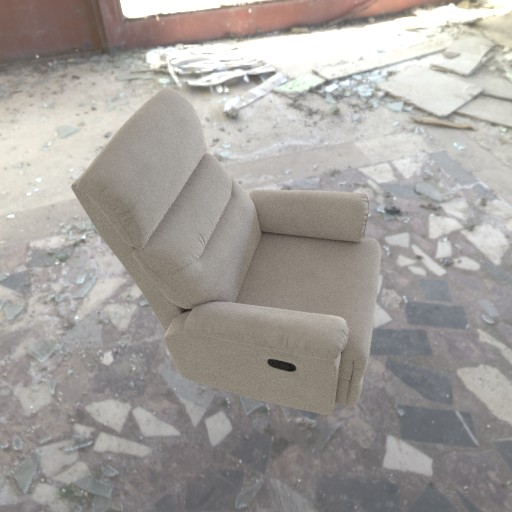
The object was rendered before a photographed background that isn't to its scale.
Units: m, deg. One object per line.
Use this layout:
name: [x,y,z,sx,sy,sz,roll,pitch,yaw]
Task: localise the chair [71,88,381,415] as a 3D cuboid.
chair: [0.000,0.000,1.735,1.001,1.039,0.820,12,47,11]
